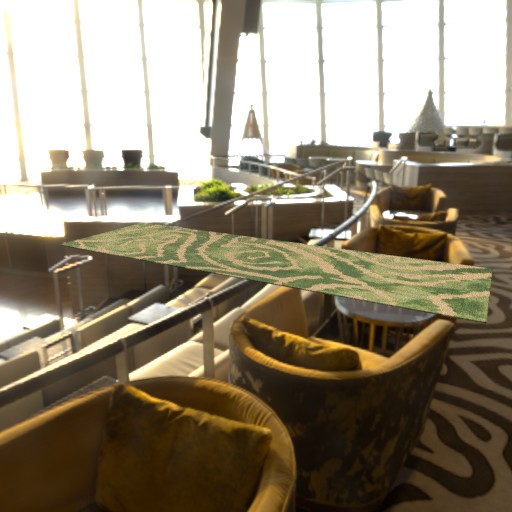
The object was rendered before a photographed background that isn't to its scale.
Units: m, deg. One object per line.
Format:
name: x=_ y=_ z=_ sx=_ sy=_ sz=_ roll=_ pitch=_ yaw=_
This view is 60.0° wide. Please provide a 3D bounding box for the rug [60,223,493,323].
rug: x=0.000 y=0.000 z=2.586 sx=2.438 sy=0.006 sz=0.761 roll=9 pitch=18 yaw=27
